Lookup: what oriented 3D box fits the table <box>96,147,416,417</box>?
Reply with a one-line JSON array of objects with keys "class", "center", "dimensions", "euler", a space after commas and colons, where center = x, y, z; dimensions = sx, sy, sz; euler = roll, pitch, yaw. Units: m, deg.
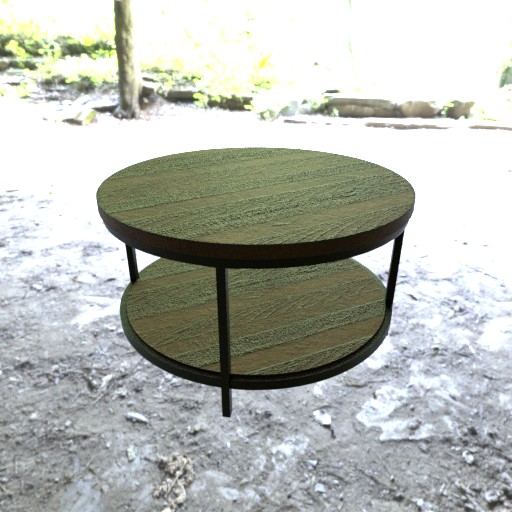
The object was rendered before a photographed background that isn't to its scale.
[{"class": "table", "center": [0.000, 0.000, 1.320], "dimensions": [0.837, 0.462, 0.837], "euler": [0, 26, 0]}]
